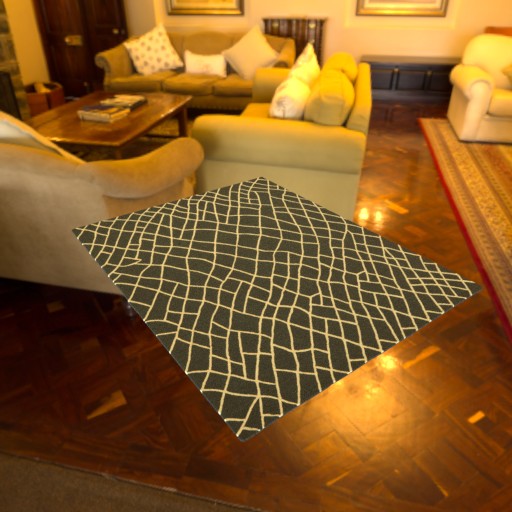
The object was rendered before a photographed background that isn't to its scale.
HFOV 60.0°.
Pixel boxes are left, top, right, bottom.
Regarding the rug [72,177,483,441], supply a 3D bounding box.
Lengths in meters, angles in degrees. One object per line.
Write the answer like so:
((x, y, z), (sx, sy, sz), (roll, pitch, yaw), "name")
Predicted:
((0.000, 0.000, 4.084), (2.439, 0.022, 3.047), (-21, 37, -30), "rug")
